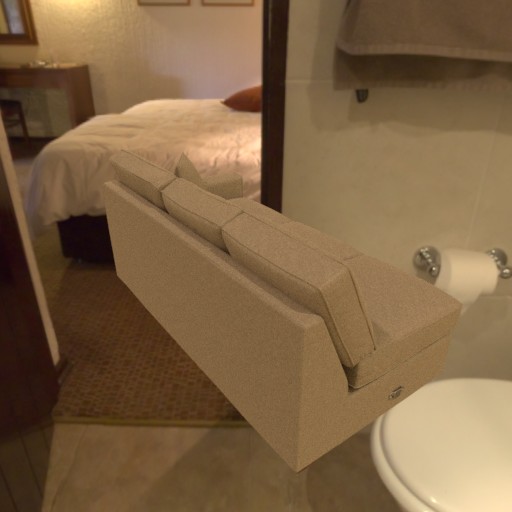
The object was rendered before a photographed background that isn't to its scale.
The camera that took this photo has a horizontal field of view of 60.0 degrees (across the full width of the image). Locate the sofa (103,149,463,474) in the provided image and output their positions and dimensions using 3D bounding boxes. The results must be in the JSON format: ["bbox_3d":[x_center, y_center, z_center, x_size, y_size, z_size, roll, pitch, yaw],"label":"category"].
[{"bbox_3d":[0.000,0.000,2.499,1.034,0.946,1.963,-18,32,-31],"label":"sofa"}]
